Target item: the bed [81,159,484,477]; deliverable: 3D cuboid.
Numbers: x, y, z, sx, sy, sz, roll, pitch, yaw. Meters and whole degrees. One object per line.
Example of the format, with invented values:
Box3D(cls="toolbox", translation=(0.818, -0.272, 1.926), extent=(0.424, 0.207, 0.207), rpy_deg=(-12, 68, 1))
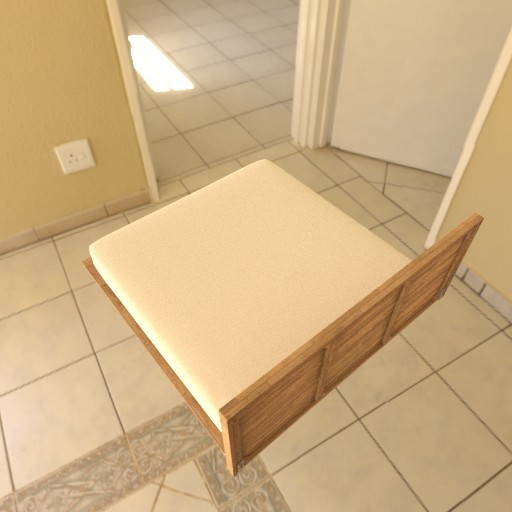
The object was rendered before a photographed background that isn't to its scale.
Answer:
Box3D(cls="bed", translation=(0.000, 0.000, 3.425), extent=(2.116, 1.100, 2.167), rpy_deg=(-31, 55, -25))
